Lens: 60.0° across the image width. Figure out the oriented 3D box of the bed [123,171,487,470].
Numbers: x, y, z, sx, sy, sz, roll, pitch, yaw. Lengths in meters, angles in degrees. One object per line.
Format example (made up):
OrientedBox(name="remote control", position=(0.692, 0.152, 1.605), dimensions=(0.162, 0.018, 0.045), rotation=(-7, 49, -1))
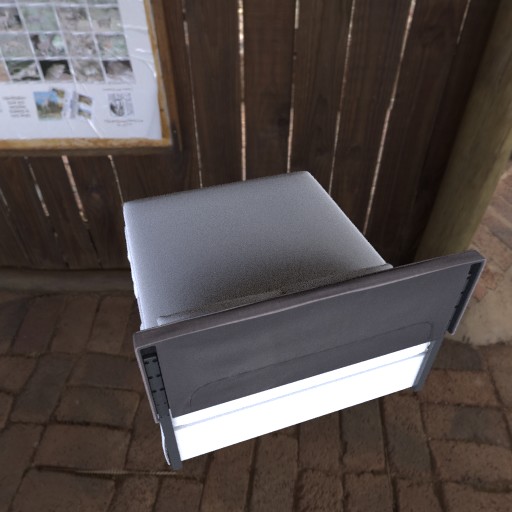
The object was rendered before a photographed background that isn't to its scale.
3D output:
OrientedBox(name="bed", position=(0.000, 0.000, 2.829), dimensions=(1.610, 1.089, 1.894), rotation=(-12, 42, -14))
